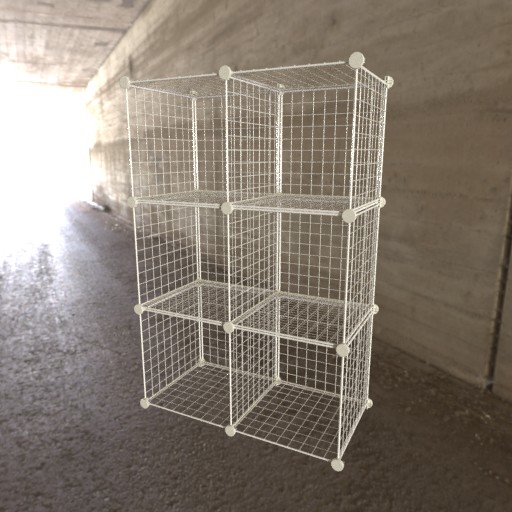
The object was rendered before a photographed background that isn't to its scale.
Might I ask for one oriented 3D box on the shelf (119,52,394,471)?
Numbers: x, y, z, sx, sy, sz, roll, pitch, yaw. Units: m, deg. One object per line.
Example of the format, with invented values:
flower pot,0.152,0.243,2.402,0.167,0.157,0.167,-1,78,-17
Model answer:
shelf,0.000,0.000,1.401,0.711,1.067,0.356,7,14,26
